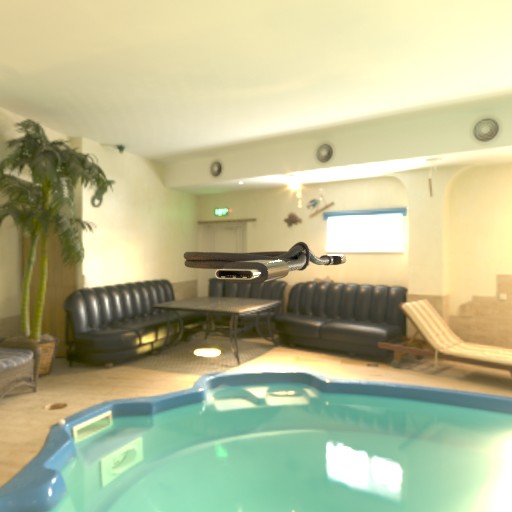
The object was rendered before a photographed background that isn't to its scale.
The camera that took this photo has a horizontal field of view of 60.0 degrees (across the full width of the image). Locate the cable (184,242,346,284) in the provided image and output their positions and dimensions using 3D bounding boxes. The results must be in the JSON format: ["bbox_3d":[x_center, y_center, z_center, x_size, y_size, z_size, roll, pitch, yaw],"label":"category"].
[{"bbox_3d":[0.000,0.000,0.225,0.070,0.014,0.203,0,1,18],"label":"cable"}]
